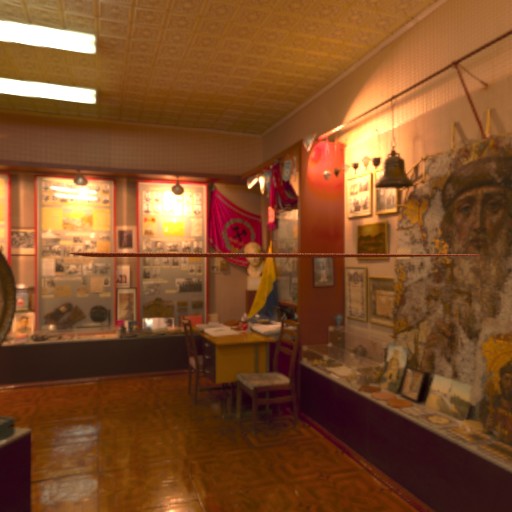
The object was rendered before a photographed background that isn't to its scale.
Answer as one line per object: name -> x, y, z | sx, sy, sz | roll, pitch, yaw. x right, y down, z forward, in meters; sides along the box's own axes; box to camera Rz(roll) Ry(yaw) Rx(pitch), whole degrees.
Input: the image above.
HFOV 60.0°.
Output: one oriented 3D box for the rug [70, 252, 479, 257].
rug -> 0.000, 0.000, 2.879 | 2.112, 0.009, 1.594 | 0, -1, -18
